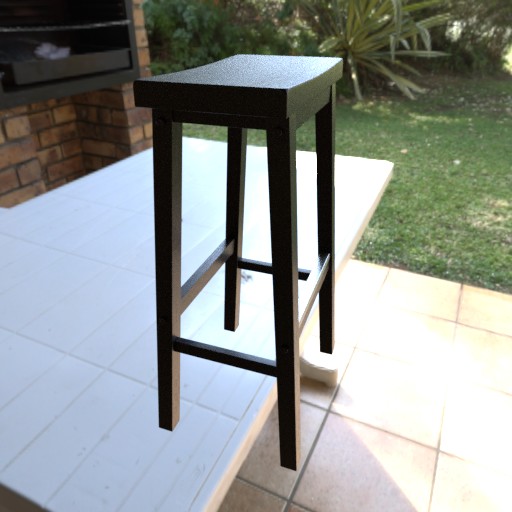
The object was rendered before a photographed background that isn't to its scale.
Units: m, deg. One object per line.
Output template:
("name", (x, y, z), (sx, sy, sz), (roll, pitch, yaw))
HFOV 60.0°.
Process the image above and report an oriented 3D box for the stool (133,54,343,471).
("stool", (0.000, 0.000, 0.940), (0.322, 0.742, 0.406), (10, 31, 17))
